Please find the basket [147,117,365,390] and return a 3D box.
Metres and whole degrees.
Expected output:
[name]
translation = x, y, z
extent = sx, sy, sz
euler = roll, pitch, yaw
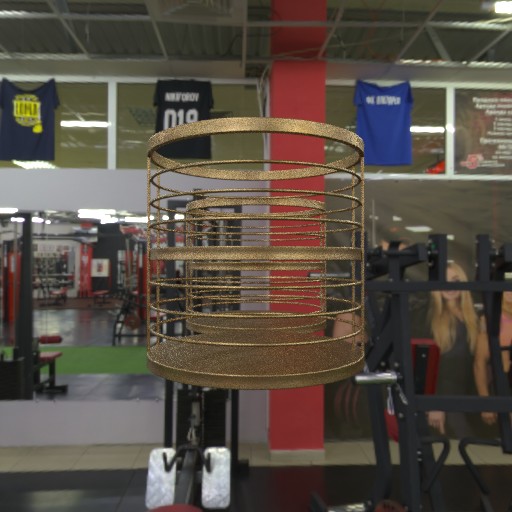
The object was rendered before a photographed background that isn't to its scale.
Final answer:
[basket]
translation = 0.000, 0.000, 0.940
extent = 0.356, 0.351, 0.746
euler = 0, -1, 0
